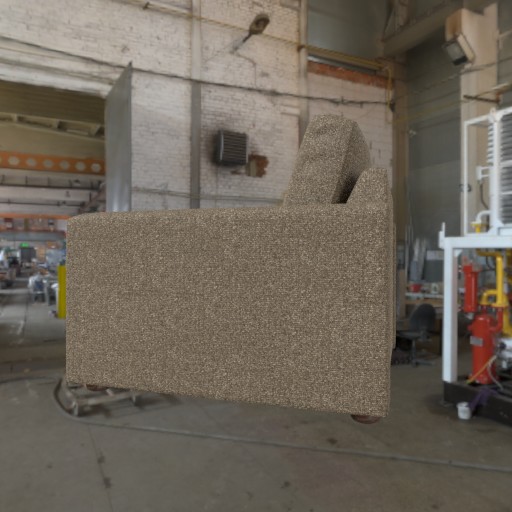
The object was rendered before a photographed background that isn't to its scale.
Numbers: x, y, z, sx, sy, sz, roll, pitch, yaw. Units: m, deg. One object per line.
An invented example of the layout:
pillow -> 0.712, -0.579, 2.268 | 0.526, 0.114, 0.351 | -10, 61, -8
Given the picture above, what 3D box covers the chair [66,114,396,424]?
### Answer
chair -> 0.000, 0.000, 1.714 | 1.016, 0.873, 1.005 | 0, 1, 18
